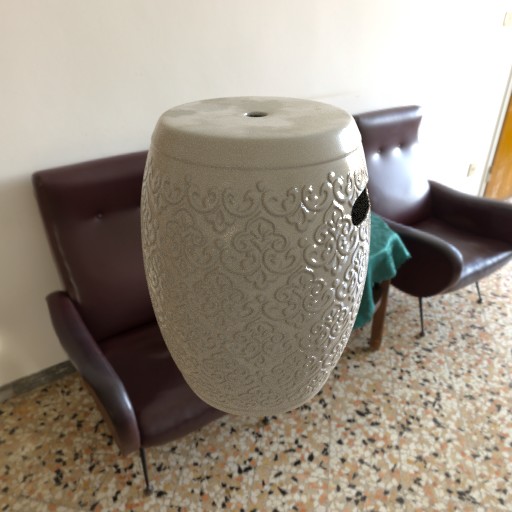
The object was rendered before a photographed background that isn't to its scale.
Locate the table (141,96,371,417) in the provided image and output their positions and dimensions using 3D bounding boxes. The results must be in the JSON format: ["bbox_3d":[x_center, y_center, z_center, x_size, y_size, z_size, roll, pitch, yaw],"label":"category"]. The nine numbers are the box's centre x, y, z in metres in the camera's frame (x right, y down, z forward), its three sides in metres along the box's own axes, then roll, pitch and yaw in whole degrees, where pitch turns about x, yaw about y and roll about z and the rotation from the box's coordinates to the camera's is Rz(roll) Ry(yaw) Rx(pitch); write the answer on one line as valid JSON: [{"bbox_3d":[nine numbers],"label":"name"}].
[{"bbox_3d":[0.000,0.000,0.630,0.309,0.397,0.309,0,30,0],"label":"table"}]
